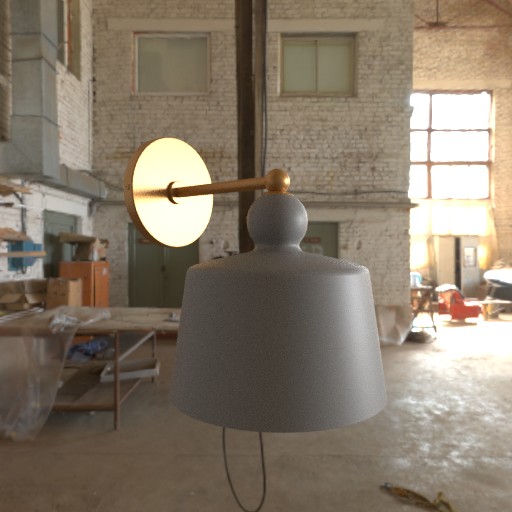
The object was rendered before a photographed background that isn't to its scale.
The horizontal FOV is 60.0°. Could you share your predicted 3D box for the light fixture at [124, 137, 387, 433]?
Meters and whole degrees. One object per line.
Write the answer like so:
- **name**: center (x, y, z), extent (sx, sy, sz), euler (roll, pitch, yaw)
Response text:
- **light fixture**: center (0.000, 0.000, 0.441), extent (0.254, 0.268, 0.204), euler (0, 1, 36)
